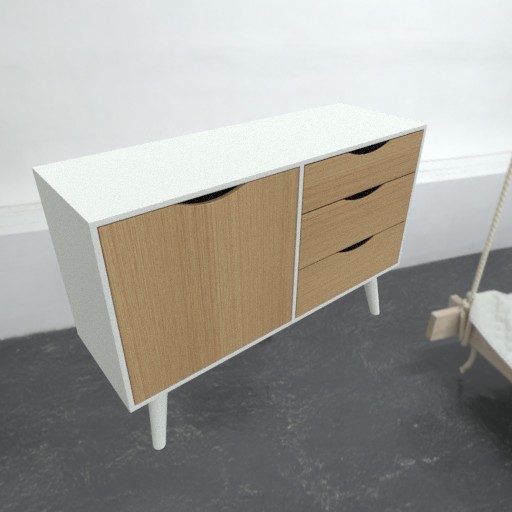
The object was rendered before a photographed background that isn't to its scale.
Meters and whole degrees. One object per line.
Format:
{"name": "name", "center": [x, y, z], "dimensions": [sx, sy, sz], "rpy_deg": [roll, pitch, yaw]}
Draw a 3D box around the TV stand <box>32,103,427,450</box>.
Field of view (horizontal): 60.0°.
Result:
{"name": "TV stand", "center": [0.000, 0.000, 1.565], "dimensions": [1.193, 0.812, 0.406], "rpy_deg": [-23, 38, -32]}
